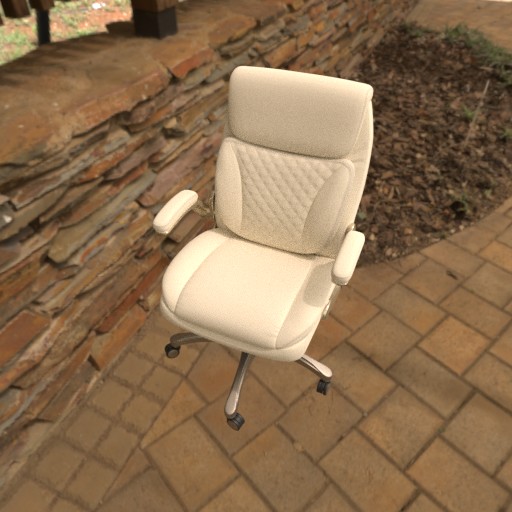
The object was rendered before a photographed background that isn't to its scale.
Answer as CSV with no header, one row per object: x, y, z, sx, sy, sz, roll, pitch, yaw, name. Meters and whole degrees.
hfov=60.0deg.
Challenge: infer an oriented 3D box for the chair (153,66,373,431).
0.000,0.000,1.639,0.740,1.110,0.794,13,43,15,chair
